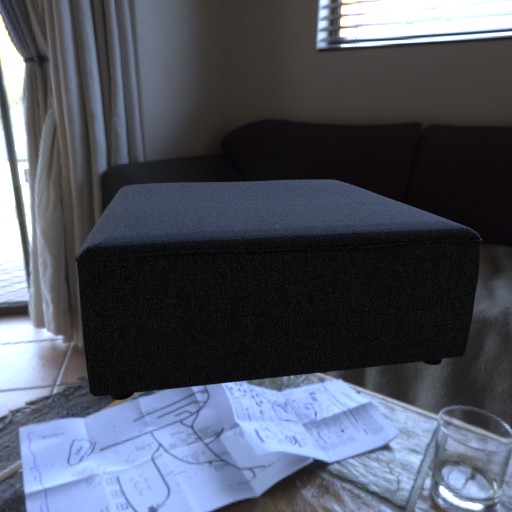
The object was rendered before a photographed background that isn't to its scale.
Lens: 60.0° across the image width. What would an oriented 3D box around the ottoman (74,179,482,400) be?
[{"bbox_3d":[0.000,0.000,1.554,1.023,0.423,1.017,-3,17,-10],"label":"ottoman"}]
